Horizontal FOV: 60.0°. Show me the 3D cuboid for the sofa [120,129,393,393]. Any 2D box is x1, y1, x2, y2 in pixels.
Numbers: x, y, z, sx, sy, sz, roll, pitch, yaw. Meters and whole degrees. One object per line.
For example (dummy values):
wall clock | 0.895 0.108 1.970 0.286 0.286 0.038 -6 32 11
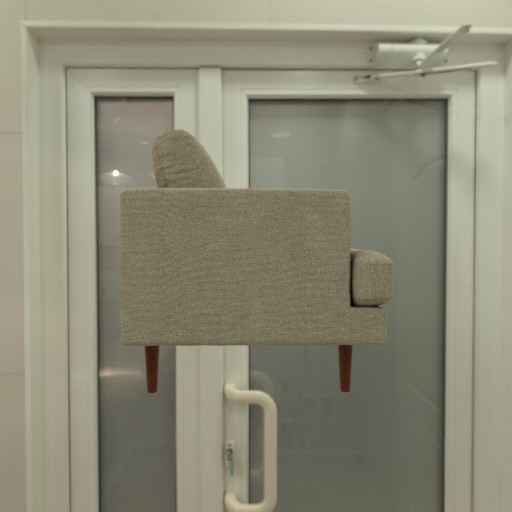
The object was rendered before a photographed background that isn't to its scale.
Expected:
sofa | 0.000 0.000 2.206 0.903 0.944 1.582 0 1 -1
